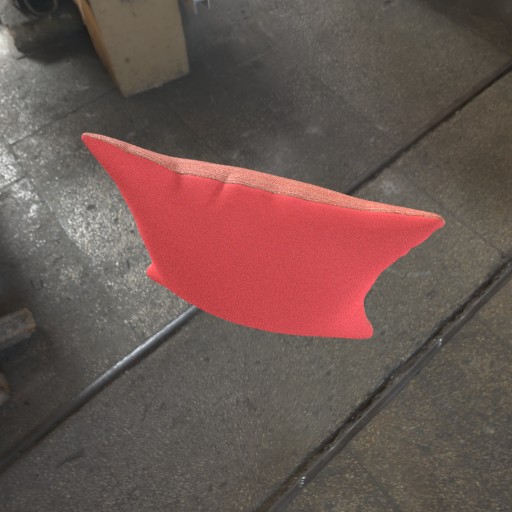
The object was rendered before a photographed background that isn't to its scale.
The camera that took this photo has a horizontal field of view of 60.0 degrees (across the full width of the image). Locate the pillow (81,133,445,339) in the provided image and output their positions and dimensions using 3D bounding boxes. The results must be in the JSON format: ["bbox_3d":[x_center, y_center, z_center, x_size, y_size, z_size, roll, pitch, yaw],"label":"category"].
[{"bbox_3d":[0.000,0.000,0.842,0.559,0.501,0.229,14,64,7],"label":"pillow"}]
